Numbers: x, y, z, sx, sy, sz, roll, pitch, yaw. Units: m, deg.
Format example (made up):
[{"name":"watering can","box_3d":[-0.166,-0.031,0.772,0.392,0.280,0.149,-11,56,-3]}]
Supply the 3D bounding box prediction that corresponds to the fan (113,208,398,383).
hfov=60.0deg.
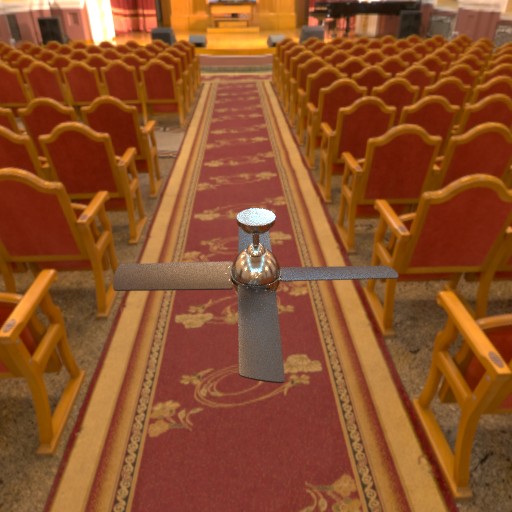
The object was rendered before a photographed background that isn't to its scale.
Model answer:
[{"name":"fan","box_3d":[0.000,0.000,2.049,1.332,0.403,1.332,-1,31,-2]}]
